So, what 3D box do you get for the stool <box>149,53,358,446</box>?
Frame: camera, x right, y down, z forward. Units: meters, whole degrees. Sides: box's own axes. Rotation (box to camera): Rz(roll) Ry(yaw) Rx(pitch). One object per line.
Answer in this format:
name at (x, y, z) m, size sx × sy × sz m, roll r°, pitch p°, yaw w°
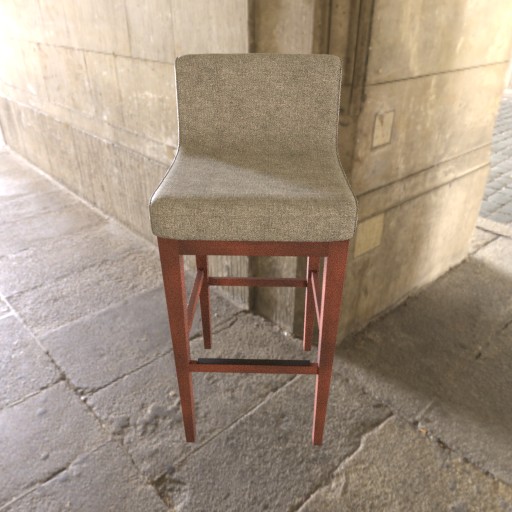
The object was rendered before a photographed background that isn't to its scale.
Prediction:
stool at (0.000, 0.000, 1.197) m, size 0.426 × 0.965 × 0.499 m, roll 1°, pitch 30°, yaw 1°
